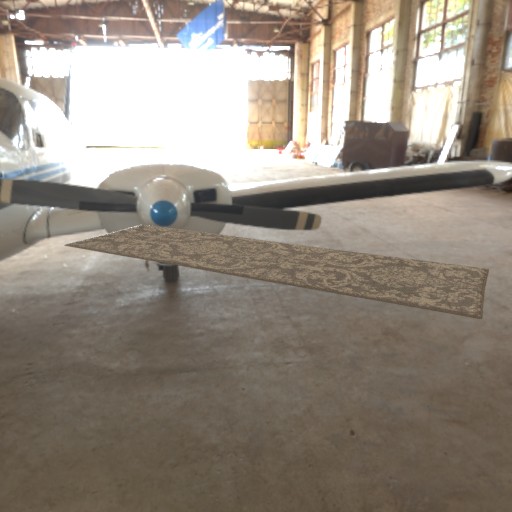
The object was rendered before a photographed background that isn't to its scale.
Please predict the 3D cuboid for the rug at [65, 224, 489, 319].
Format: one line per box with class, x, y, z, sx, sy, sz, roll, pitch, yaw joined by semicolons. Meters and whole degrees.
rug;0.000;0.000;2.361;2.196;0.011;0.662;8;18;28
